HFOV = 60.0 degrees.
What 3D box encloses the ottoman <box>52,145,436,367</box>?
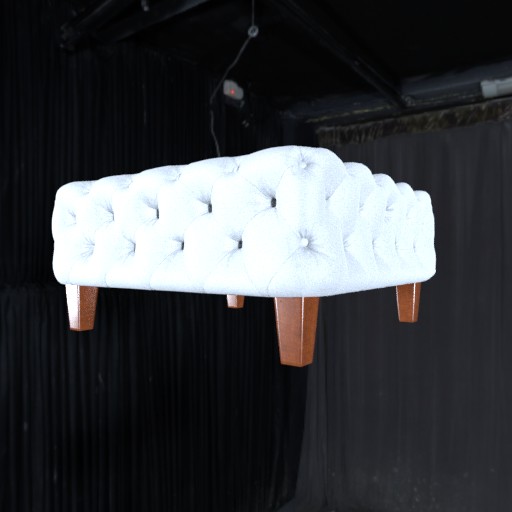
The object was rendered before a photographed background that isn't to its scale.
[{"bbox_3d":[0.000,0.000,1.173,0.758,0.365,0.764,0,0,36],"label":"ottoman"}]
